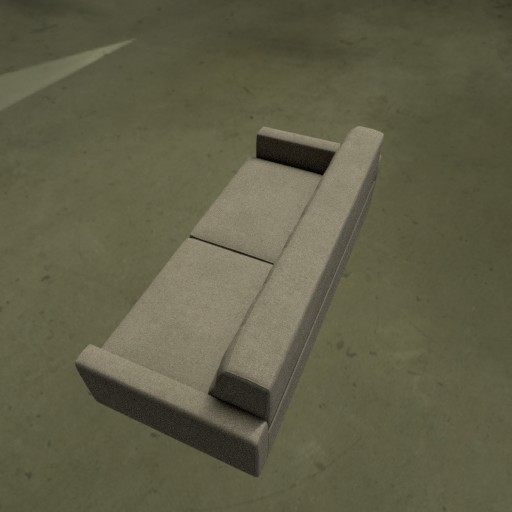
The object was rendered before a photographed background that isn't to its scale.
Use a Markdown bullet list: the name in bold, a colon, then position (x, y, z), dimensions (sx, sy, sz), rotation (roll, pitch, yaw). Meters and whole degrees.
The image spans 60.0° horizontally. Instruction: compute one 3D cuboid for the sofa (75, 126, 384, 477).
- **sofa**: position (0.000, 0.000, 2.499), dimensions (0.909, 0.841, 2.029), rotation (18, 50, 16)
